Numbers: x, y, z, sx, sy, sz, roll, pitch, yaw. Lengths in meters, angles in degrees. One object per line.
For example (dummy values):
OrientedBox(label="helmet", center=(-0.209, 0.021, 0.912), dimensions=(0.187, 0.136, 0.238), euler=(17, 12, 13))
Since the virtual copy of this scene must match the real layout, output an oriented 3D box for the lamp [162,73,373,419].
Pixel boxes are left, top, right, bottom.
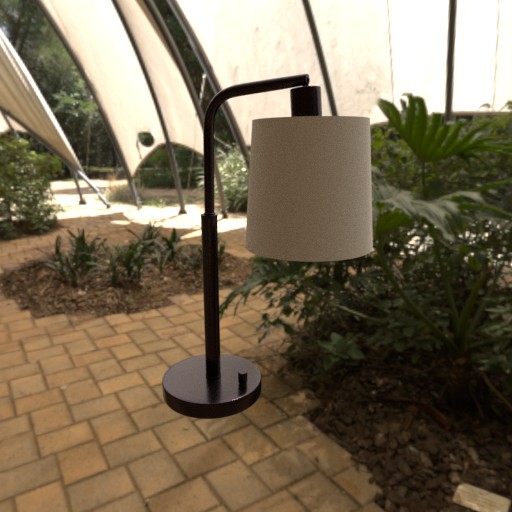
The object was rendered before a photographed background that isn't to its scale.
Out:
OrientedBox(label="lamp", center=(0.000, 0.000, 0.648), dimensions=(0.333, 0.489, 0.171), euler=(8, 16, 27))
